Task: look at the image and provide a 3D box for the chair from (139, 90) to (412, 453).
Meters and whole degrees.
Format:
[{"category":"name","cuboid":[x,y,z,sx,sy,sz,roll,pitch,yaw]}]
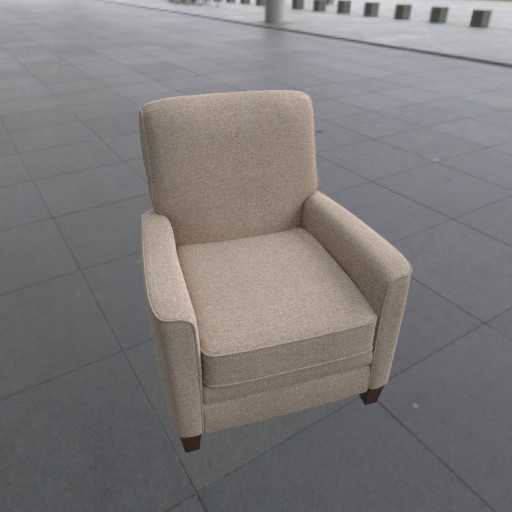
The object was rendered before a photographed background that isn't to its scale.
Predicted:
[{"category":"chair","cuboid":[0.000,0.000,1.659,0.841,1.028,0.858,-9,34,-14]}]
